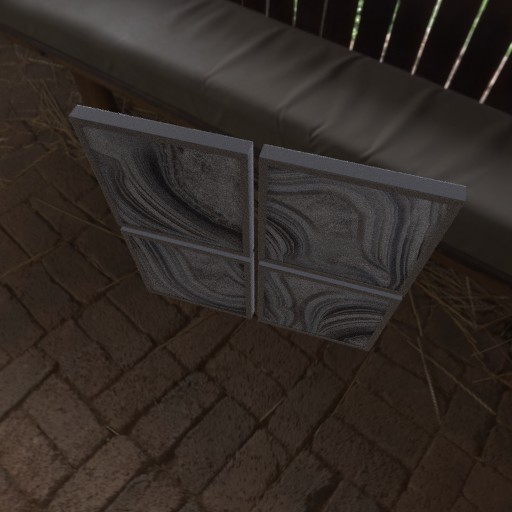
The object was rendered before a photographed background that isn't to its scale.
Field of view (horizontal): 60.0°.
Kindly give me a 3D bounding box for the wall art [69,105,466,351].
[{"bbox_3d":[0.000,0.000,0.925,0.611,0.611,0.029,14,60,8],"label":"wall art"}]
